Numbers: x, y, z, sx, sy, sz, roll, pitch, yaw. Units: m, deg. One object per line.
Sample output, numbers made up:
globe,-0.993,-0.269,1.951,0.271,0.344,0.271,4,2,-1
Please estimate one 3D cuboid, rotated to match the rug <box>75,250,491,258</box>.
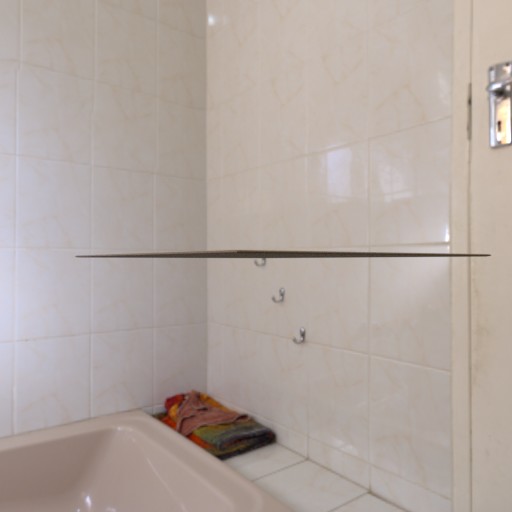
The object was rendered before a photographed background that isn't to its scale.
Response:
rug,0.000,0.000,4.028,2.413,0.020,3.041,0,-1,-36
